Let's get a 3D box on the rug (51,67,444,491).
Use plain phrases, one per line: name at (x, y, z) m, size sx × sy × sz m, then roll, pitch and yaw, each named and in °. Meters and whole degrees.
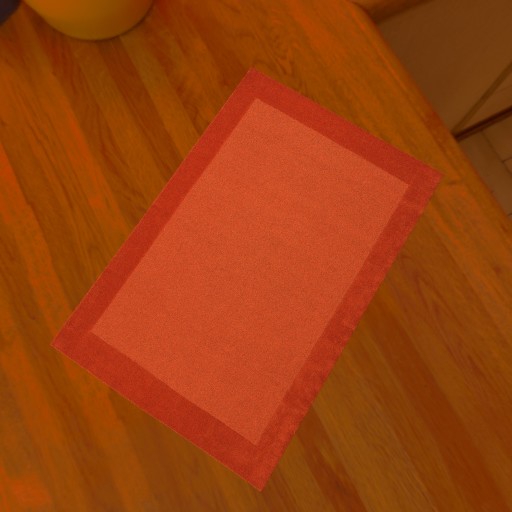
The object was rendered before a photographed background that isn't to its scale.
rug at (0.000, 0.000, 2.263) m, size 1.219 × 0.014 × 1.829 m, roll 32°, pitch 79°, yaw 7°
